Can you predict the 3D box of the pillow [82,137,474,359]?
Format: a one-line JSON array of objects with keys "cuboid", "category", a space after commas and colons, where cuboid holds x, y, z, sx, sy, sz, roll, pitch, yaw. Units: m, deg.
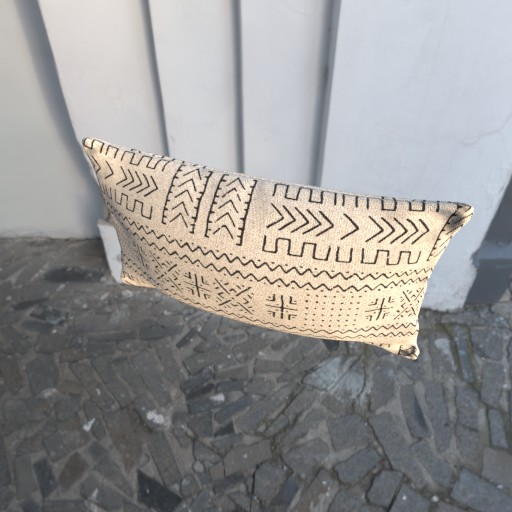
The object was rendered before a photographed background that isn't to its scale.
[{"cuboid": [0.000, 0.000, 0.788, 0.637, 0.352, 0.188, 13, 43, 14], "category": "pillow"}]
